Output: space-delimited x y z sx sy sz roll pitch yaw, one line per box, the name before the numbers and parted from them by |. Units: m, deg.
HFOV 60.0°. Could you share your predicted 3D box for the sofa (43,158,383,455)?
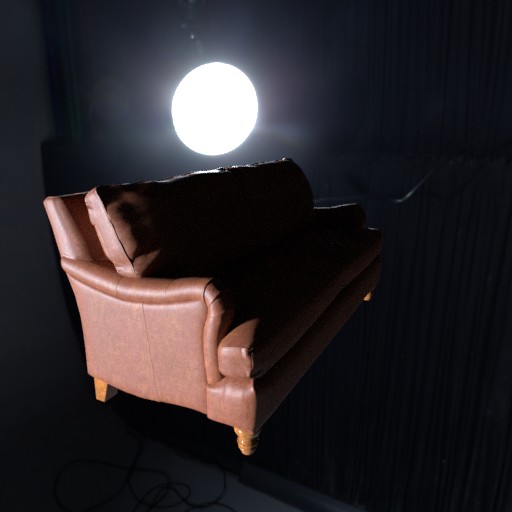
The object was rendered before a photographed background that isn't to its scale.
sofa | 0.000 0.000 2.744 1.147 1.071 2.144 8 18 27
